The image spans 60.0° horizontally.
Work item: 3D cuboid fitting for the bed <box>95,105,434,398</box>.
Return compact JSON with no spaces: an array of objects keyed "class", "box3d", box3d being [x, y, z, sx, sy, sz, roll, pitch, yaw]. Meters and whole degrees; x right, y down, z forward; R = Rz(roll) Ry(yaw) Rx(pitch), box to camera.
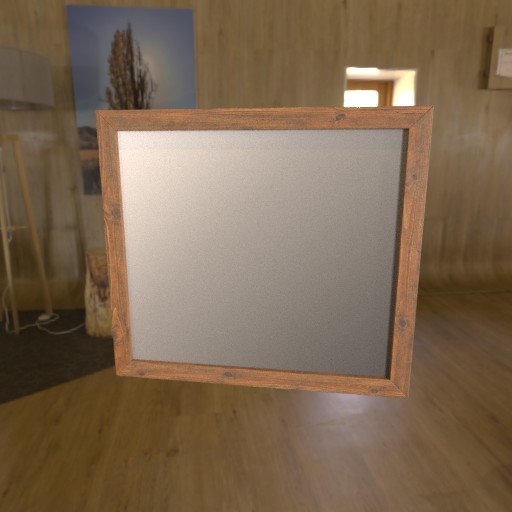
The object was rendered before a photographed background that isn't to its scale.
[{"class":"bed","box3d":[0.000,0.000,1.487,1.046,0.942,0.046,2,13,8]}]
